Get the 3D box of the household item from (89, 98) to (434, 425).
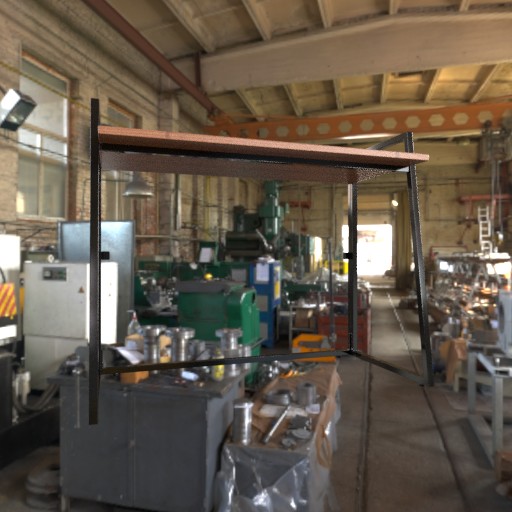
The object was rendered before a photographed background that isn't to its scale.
[{"bbox_3d":[0.000,0.000,1.508,1.050,0.860,0.510,0,0,-18],"label":"household item"}]
